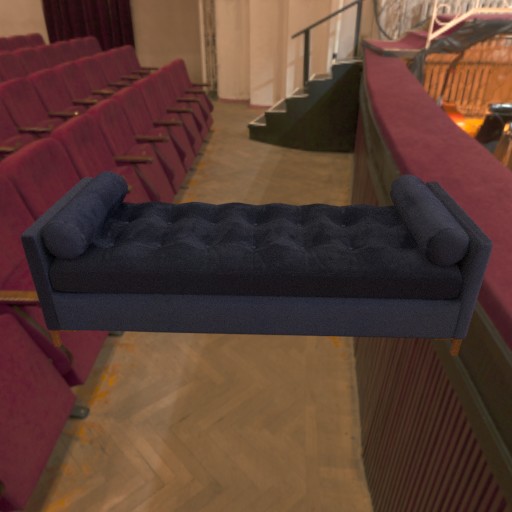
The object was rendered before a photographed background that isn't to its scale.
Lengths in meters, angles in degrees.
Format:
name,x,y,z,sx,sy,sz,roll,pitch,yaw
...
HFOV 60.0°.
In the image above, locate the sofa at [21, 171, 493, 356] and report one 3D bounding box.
name,x,y,z,sx,sy,sz,roll,pitch,yaw
sofa,0.000,0.000,2.408,2.102,0.705,0.796,1,30,2
